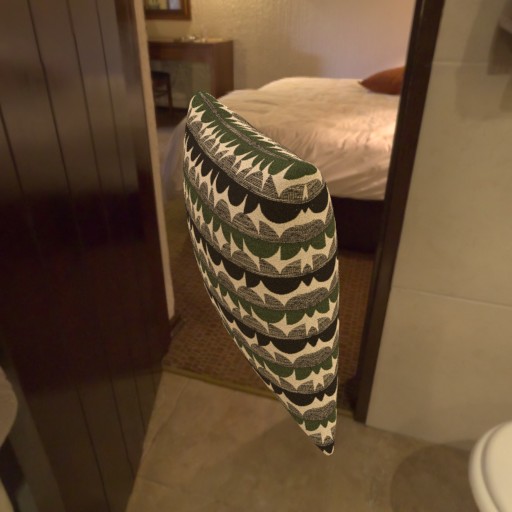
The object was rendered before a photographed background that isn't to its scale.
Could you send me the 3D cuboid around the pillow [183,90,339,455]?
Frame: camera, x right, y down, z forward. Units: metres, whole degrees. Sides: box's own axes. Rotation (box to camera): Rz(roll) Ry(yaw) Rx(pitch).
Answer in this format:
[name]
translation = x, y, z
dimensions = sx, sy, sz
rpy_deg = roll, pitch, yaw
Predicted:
[pillow]
translation = 0.000, 0.000, 0.650
dimensions = 0.180, 0.404, 0.419
rpy_deg = -10, 31, -17
